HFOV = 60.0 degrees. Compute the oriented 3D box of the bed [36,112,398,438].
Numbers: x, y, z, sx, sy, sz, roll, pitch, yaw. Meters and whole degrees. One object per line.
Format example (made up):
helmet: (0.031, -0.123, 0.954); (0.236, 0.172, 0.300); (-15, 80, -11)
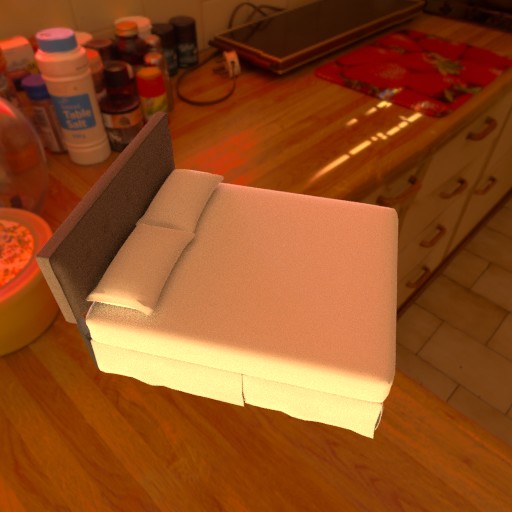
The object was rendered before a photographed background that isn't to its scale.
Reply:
bed: (0.000, 0.000, 2.958); (1.894, 1.089, 1.610); (10, 46, 10)
